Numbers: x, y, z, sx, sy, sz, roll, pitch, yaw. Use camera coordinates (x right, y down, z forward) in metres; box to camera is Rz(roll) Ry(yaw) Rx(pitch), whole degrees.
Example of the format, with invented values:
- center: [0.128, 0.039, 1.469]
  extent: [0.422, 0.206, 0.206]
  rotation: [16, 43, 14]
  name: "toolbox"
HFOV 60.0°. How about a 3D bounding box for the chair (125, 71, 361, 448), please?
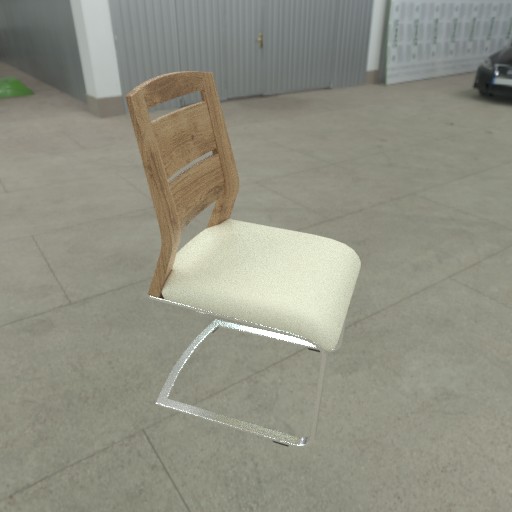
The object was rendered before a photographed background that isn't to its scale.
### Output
- center: [0.000, 0.000, 1.275]
  extent: [0.561, 0.955, 0.457]
  rotation: [10, 31, 17]
  name: "chair"
